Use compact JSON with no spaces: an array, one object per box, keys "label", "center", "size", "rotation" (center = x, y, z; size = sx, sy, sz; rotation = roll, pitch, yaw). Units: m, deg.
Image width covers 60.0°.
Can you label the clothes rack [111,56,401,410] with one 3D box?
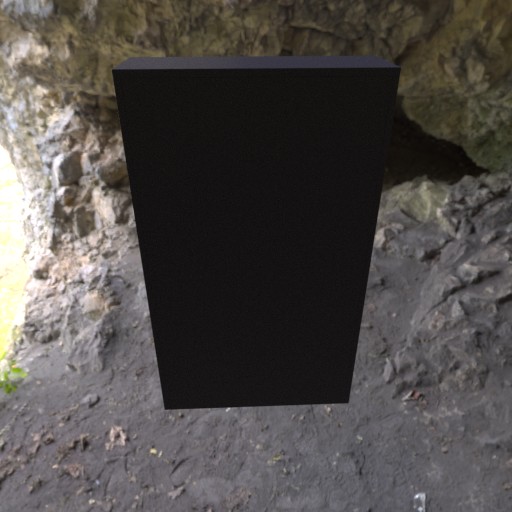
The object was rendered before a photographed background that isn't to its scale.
[{"label":"clothes rack","center":[0.000,0.000,1.581],"size":[0.750,1.280,0.250],"rotation":[-1,31,-2]}]
